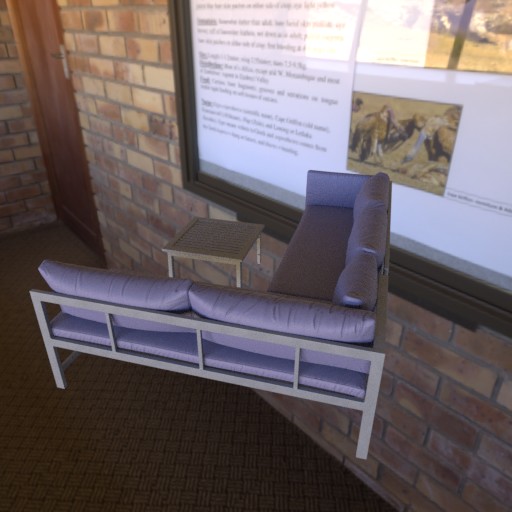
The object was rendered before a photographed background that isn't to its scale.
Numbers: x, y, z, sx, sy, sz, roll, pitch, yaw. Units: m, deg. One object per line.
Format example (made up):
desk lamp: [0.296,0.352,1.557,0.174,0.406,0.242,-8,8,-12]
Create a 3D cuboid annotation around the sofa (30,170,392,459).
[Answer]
sofa: [0.000,0.000,2.955,1.658,0.762,2.149,8,29,14]
